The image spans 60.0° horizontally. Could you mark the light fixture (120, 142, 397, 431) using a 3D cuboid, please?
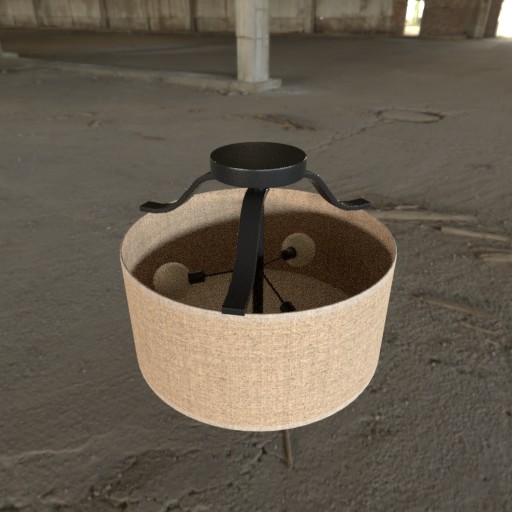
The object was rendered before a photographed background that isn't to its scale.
[{"bbox_3d":[0.000,0.000,0.652,0.390,0.306,0.390,0,29,0],"label":"light fixture"}]
